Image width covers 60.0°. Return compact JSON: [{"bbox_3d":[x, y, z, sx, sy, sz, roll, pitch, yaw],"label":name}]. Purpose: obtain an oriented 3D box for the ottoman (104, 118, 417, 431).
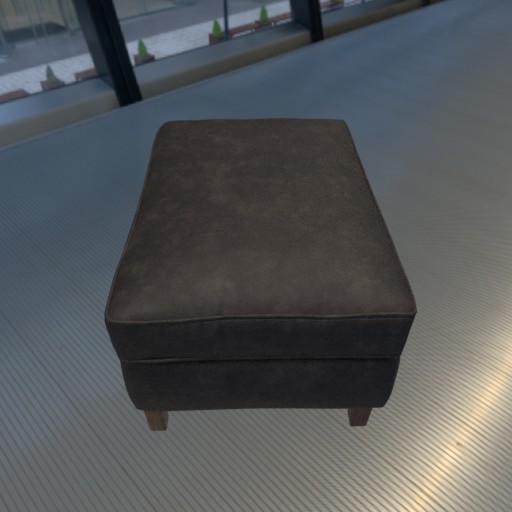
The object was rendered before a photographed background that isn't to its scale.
[{"bbox_3d":[0.000,0.000,0.986,0.501,0.413,0.665,-1,42,-1],"label":"ottoman"}]
